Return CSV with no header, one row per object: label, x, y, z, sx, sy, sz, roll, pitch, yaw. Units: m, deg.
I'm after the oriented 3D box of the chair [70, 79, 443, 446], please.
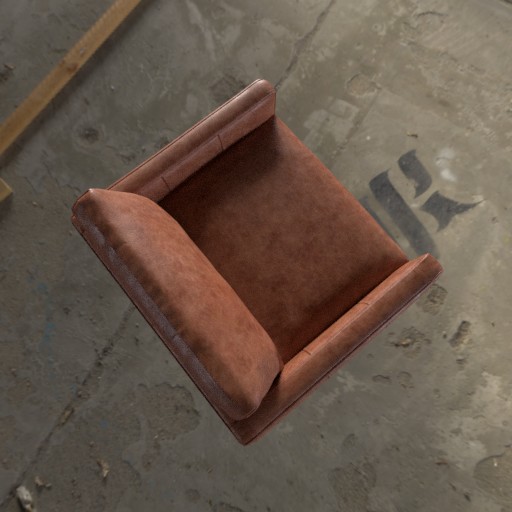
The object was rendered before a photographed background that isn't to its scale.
chair,0.000,0.000,1.635,0.862,0.869,0.967,-39,80,-9
